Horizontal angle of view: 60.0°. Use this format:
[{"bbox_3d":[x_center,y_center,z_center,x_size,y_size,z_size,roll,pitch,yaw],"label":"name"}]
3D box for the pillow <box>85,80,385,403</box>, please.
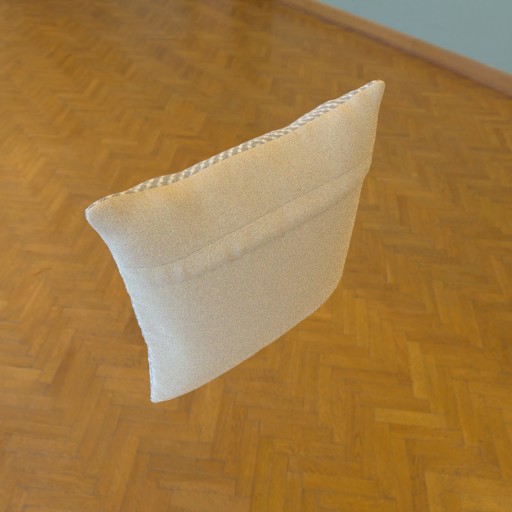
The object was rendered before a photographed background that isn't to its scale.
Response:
[{"bbox_3d":[0.000,0.000,0.709,0.459,0.458,0.181,-31,54,-26],"label":"pillow"}]
